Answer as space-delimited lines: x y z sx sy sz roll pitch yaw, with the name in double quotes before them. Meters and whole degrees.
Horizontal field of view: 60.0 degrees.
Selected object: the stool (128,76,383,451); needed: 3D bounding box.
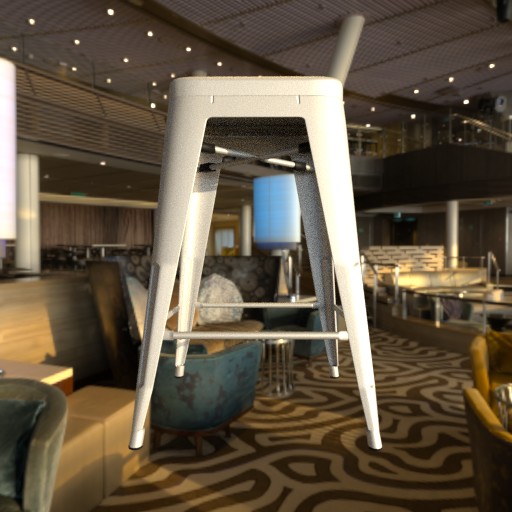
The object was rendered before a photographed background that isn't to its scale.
"stool" 0.000 0.000 0.895 0.406 0.610 0.406 0 1 0
